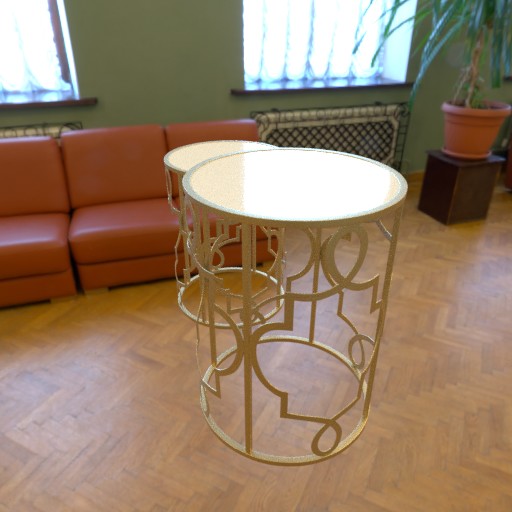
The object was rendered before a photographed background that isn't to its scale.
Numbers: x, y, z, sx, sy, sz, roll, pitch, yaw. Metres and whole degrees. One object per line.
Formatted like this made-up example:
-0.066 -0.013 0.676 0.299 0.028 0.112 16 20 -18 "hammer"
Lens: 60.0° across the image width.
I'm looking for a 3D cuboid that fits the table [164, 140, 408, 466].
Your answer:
0.000 0.000 1.160 0.420 0.564 0.846 -10 30 -17 "table"
